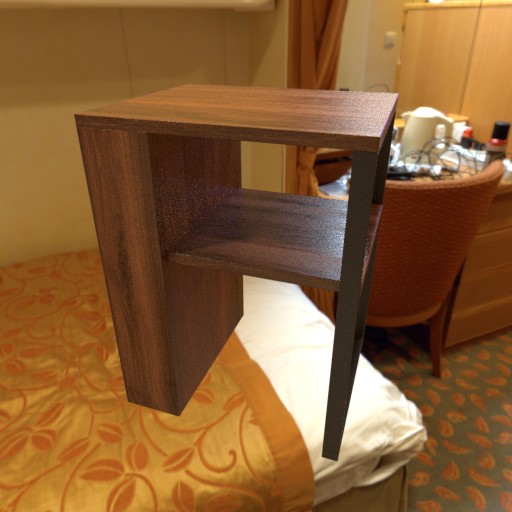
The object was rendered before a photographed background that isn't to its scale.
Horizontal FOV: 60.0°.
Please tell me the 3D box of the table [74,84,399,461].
[{"bbox_3d":[0.000,0.000,1.571,0.786,1.041,0.660,9,29,17],"label":"table"}]
